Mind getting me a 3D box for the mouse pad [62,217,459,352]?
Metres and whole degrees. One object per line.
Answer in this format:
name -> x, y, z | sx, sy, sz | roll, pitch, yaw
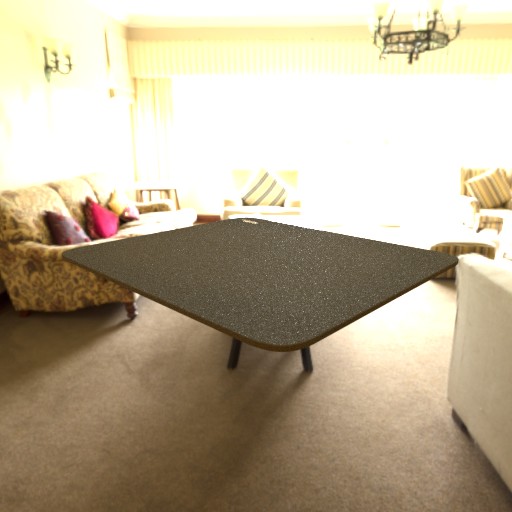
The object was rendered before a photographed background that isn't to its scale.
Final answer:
mouse pad -> 0.000, 0.000, 0.327 | 0.229, 0.003, 0.203 | 15, 22, 42
